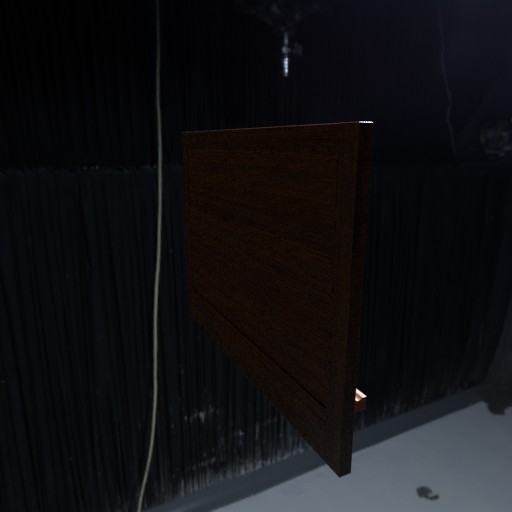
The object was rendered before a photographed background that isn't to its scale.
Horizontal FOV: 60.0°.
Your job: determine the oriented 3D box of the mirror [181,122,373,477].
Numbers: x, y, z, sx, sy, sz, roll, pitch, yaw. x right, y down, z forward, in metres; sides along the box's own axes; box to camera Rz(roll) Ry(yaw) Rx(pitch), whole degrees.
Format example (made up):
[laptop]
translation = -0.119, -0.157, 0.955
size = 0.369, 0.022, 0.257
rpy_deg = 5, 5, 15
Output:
[mirror]
translation = 0.000, 0.000, 0.975
size = 0.084, 0.537, 0.758
rpy_deg = -7, 16, -25
